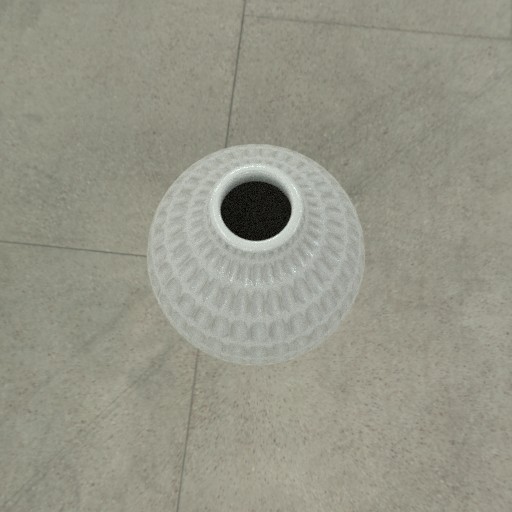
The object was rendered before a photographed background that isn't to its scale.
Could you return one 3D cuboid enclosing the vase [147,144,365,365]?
[{"bbox_3d":[0.000,0.000,0.338,0.162,0.223,0.162,0,76,0],"label":"vase"}]
